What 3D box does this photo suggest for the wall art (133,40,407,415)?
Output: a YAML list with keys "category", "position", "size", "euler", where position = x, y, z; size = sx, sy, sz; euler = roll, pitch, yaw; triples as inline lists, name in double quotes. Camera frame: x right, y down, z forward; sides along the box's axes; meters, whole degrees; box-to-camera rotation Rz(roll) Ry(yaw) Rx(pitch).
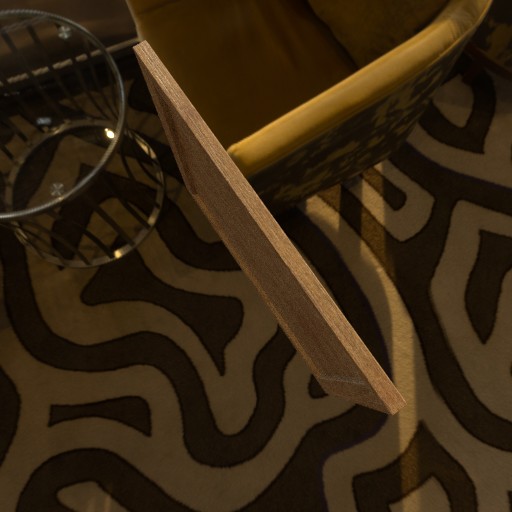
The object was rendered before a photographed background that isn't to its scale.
- category: "wall art"
  position: [0.000, 0.000, 0.945]
  size: [0.026, 0.588, 0.690]
  euler: [-33, 78, -8]
